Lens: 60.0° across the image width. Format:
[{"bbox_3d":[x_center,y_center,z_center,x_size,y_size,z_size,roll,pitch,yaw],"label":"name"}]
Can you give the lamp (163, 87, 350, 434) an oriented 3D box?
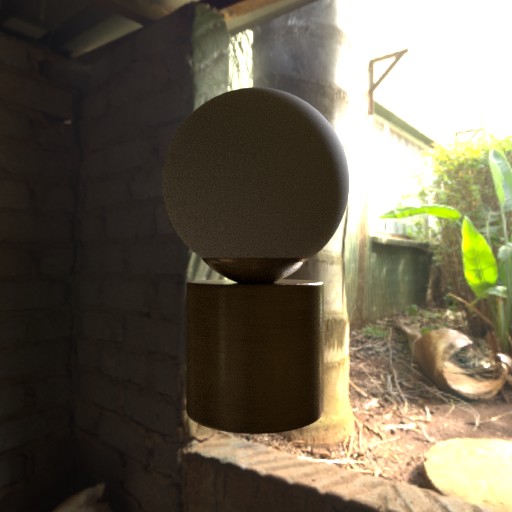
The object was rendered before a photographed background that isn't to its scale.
[{"bbox_3d":[0.000,0.000,0.346,0.141,0.250,0.152,0,-1,-1],"label":"lamp"}]
